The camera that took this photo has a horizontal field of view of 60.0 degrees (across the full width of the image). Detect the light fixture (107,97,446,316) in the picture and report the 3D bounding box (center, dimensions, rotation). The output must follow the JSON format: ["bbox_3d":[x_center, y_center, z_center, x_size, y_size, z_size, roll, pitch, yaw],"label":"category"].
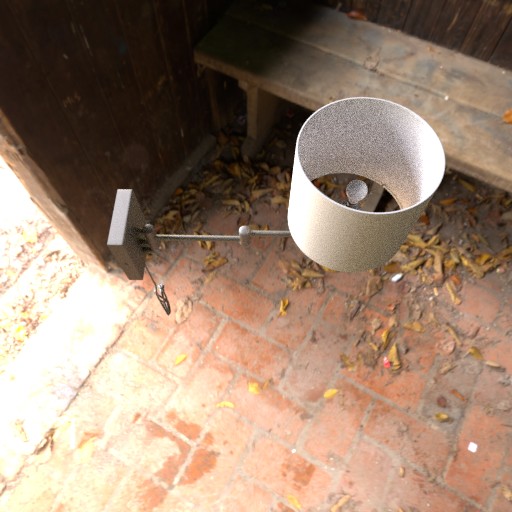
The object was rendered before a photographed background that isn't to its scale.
[{"bbox_3d":[0.000,0.000,0.900,0.516,0.651,0.203,1,63,0],"label":"light fixture"}]
